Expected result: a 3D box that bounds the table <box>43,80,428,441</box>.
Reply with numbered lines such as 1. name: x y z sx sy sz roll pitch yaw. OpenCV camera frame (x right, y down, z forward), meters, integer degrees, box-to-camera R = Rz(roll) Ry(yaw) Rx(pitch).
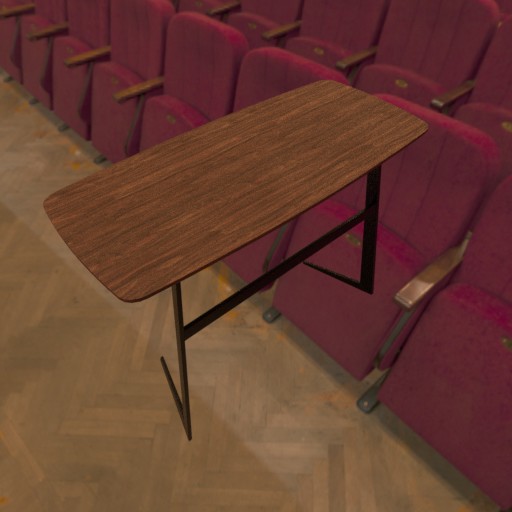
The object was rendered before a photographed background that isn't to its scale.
1. table: 0.000 0.000 1.119 0.804 0.576 0.361 -32 54 -27
